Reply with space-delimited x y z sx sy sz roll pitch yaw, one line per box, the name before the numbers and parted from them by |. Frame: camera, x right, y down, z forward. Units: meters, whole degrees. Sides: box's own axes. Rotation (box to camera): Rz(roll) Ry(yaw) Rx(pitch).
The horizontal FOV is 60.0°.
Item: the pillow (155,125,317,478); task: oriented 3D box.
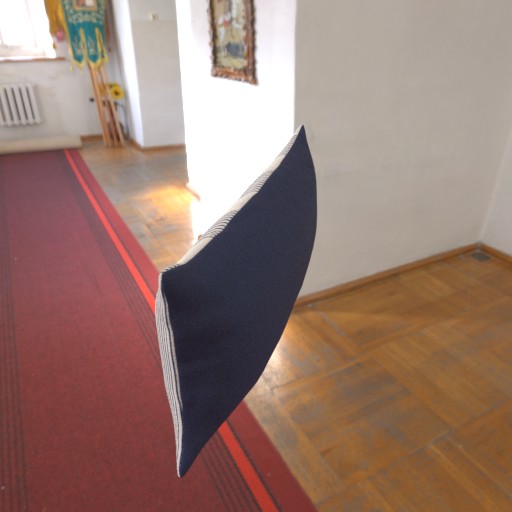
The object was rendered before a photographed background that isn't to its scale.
pillow | 0.000 0.000 0.710 0.151 0.287 0.610 8 30 15
